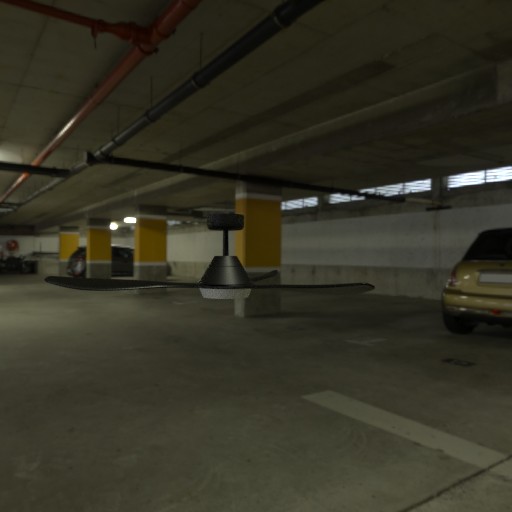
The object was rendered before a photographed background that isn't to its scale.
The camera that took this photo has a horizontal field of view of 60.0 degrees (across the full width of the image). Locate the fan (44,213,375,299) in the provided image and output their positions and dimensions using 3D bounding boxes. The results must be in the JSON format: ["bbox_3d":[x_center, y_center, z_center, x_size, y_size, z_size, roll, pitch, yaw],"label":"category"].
[{"bbox_3d":[0.000,0.000,1.645,1.067,0.305,1.067,0,0,37],"label":"fan"}]
